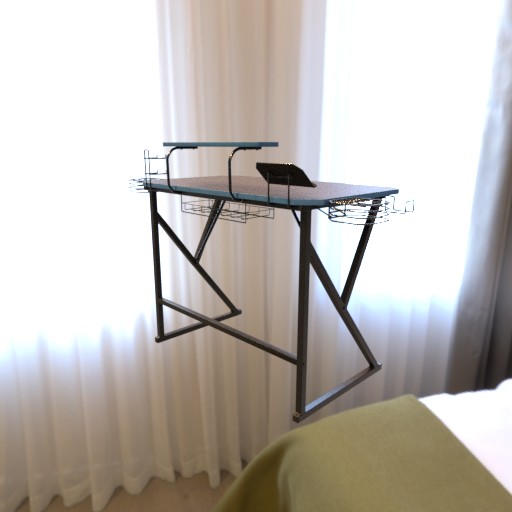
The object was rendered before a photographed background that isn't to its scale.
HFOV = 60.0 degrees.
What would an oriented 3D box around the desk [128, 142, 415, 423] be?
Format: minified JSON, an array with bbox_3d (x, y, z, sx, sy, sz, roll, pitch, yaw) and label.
[{"bbox_3d":[0.000,0.000,1.831,0.594,0.909,1.295,-13,19,-43],"label":"desk"}]
